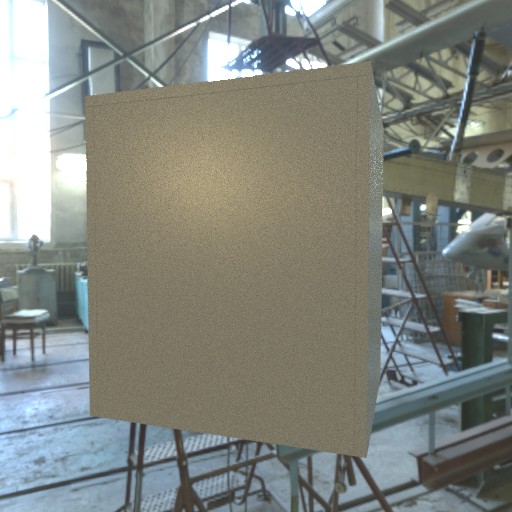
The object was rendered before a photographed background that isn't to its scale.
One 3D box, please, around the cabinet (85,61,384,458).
[{"bbox_3d":[0.000,0.000,0.756,0.400,0.470,0.360,1,2,18],"label":"cabinet"}]
